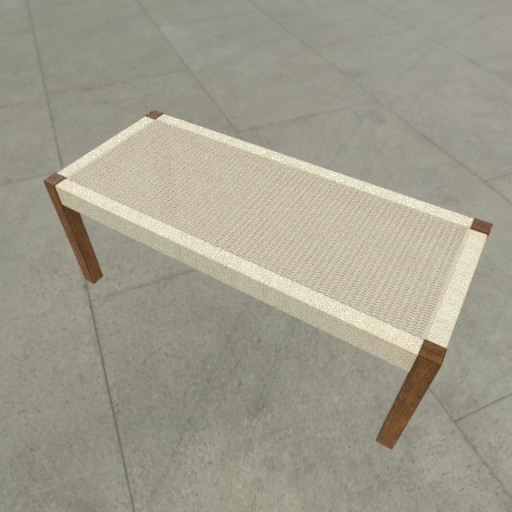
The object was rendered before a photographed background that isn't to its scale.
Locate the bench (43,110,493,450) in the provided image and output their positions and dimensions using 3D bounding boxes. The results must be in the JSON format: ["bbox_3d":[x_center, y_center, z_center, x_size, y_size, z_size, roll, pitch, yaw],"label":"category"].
[{"bbox_3d":[0.000,0.000,1.434,1.198,0.457,0.507,24,51,21],"label":"bench"}]
